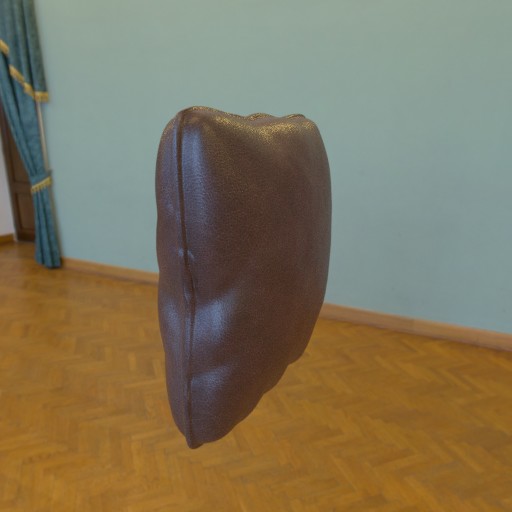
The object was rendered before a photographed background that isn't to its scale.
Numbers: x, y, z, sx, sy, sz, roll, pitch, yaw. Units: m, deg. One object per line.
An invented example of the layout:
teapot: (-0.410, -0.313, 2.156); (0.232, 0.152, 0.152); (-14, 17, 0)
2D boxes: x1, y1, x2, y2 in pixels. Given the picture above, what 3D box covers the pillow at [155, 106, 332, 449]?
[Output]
pillow: (0.000, 0.000, 0.840); (0.236, 0.523, 0.532); (7, 18, 23)
